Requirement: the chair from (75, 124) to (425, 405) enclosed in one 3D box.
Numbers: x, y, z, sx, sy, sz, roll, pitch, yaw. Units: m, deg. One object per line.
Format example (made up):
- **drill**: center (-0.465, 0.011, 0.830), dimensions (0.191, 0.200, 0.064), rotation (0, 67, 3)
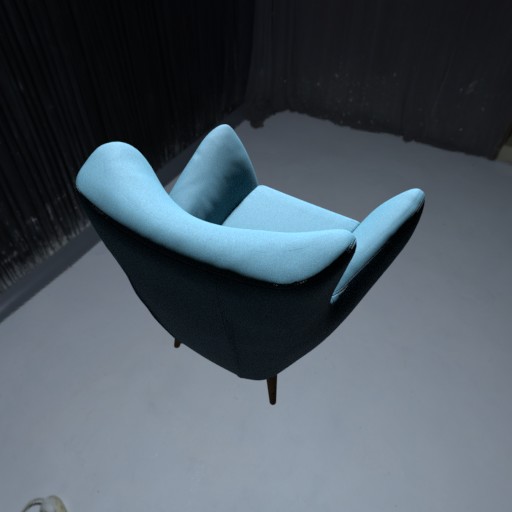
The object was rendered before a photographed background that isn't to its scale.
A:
- **chair**: center (0.000, 0.000, 1.564), dimensions (0.890, 0.889, 0.889), rotation (24, 51, 22)
